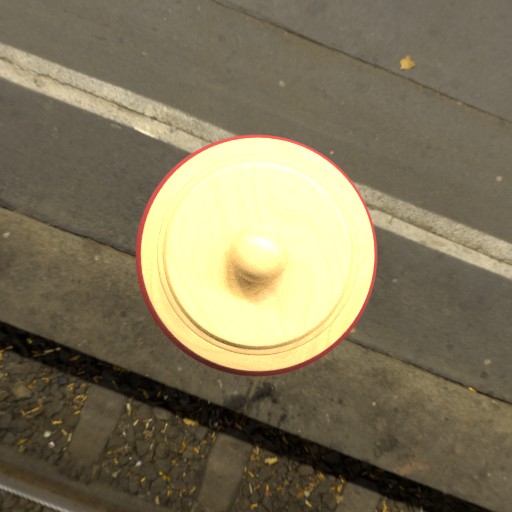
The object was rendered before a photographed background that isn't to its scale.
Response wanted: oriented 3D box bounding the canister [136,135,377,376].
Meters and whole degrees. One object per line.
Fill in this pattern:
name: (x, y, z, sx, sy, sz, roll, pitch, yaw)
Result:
canister: (0.000, 0.000, 0.267, 0.130, 0.176, 0.130, 0, 89, -1)
